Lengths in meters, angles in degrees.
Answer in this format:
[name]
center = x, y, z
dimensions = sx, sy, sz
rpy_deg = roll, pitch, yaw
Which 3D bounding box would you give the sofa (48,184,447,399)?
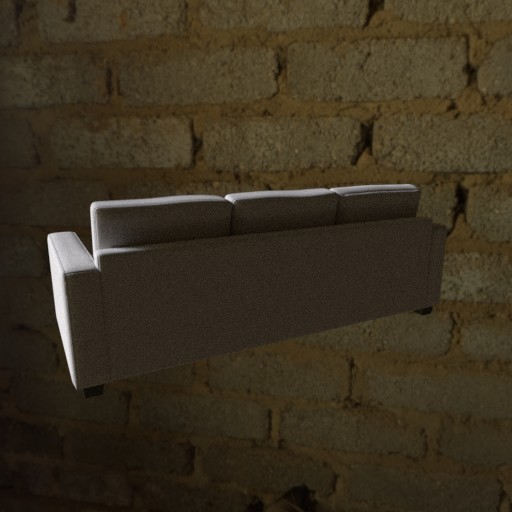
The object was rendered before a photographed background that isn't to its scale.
[sofa]
center = 0.000, 0.000, 2.555
dimensions = 2.120, 0.800, 0.900
rpy_deg = -7, 16, -27
